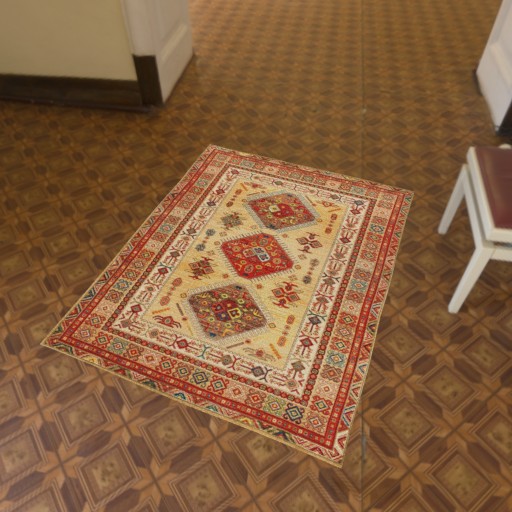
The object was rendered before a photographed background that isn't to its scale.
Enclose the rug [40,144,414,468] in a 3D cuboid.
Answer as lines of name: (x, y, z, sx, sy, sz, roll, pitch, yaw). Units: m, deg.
rug: (0.000, 0.000, 4.160, 2.460, 0.005, 3.067, 17, 49, 15)
